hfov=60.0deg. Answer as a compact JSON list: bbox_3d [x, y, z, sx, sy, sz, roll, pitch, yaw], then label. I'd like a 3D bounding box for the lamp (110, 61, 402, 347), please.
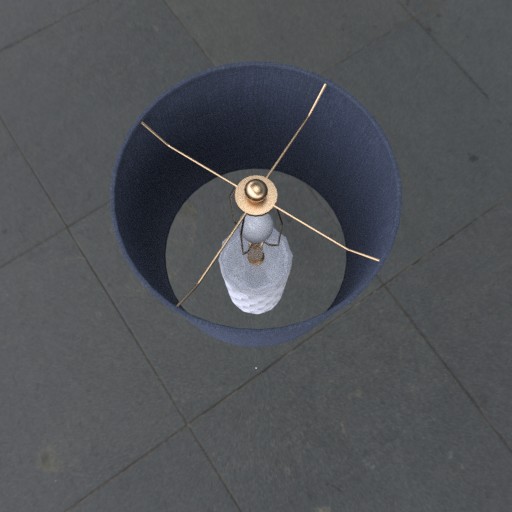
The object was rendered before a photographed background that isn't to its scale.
[{"bbox_3d":[0.000,0.000,0.680,0.277,0.537,0.277,-19,77,-5],"label":"lamp"}]
